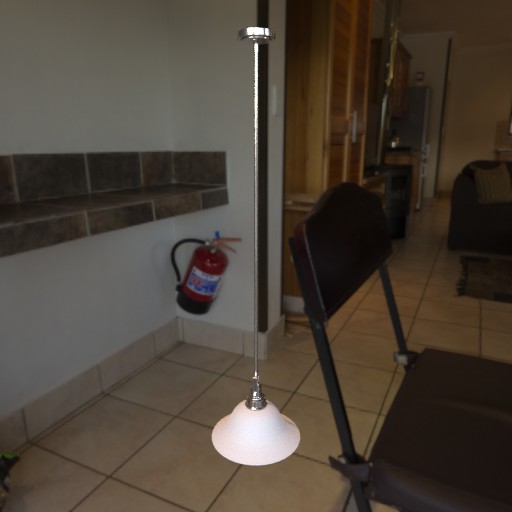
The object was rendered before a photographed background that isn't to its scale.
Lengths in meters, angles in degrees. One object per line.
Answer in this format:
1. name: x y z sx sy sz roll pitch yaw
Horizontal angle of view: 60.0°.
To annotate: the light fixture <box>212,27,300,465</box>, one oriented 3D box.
1. light fixture: 0.000 0.000 1.465 0.324 1.354 0.324 2 14 7
